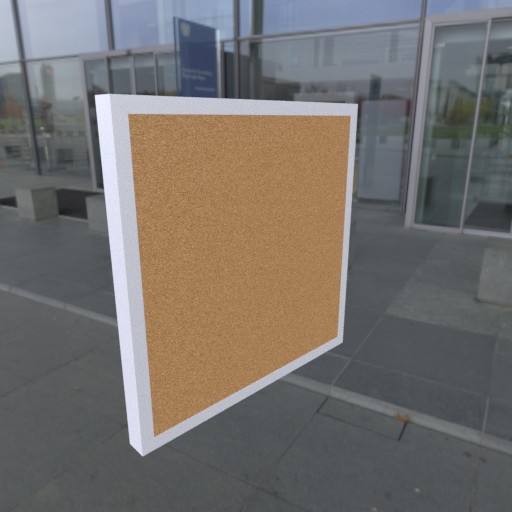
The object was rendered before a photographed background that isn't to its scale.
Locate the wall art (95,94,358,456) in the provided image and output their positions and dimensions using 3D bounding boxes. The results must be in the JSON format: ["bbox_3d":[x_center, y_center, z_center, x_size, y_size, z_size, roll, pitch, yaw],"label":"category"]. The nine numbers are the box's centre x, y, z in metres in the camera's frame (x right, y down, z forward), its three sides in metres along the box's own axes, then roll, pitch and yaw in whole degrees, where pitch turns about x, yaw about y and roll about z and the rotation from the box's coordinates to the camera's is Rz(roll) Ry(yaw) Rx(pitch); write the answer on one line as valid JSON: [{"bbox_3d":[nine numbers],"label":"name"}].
[{"bbox_3d":[0.000,0.000,0.767,0.507,0.508,0.038,-16,23,-42],"label":"wall art"}]
